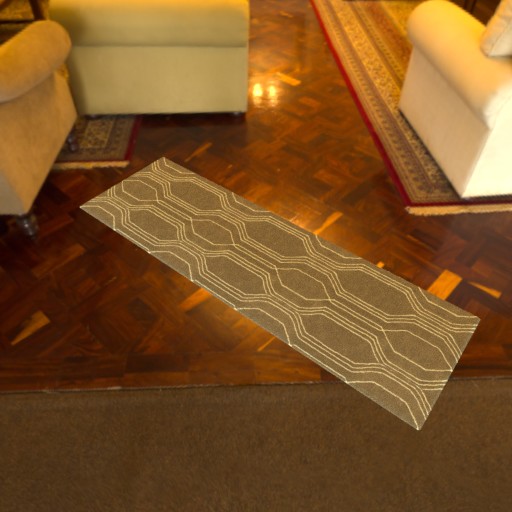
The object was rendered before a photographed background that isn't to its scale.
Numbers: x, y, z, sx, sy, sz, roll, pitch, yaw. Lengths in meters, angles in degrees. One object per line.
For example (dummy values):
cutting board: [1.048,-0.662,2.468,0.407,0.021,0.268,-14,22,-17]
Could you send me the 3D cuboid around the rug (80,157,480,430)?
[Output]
rug: [0.000,0.000,2.697,2.464,0.012,0.773,30,53,26]
